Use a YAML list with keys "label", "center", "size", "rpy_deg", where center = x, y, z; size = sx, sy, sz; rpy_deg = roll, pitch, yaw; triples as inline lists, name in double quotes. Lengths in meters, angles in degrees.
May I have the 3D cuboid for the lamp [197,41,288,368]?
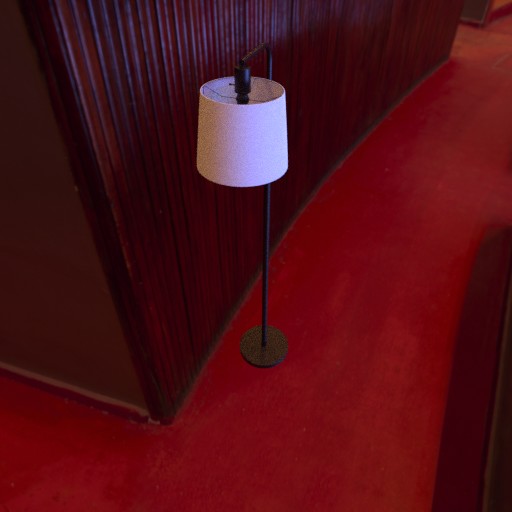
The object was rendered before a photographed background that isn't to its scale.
- label: "lamp"
  center: [0.000, 0.000, 1.643]
  size: [0.254, 1.478, 0.508]
  rpy_deg: [12, 44, 13]
